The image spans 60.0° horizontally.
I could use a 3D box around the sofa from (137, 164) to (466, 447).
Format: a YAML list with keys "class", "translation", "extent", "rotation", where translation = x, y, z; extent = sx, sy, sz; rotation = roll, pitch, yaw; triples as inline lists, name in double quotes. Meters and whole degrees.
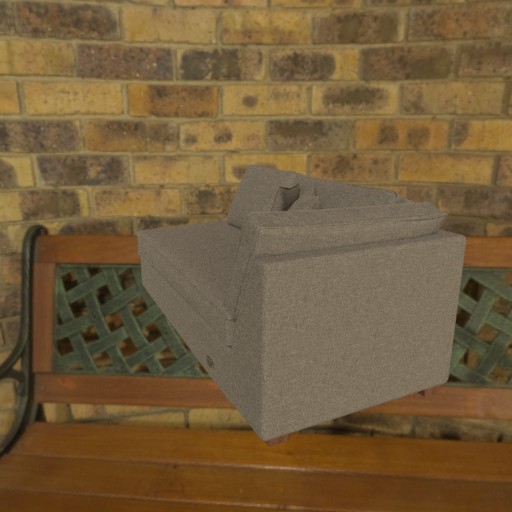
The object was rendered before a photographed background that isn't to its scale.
- class: "sofa"
  translation: [0.000, 0.000, 2.854]
  extent: [1.110, 1.033, 2.237]
  rotation: [-8, 17, -25]
